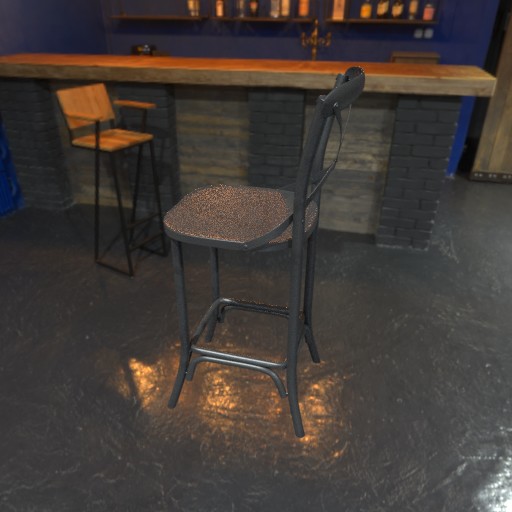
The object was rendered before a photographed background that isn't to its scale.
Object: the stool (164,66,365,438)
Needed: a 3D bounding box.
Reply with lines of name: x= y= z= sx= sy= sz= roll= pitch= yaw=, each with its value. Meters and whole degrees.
stool: x=0.000 y=0.000 z=1.487 sx=0.584 sy=1.168 sz=0.457 roll=8 pitch=30 yaw=13
